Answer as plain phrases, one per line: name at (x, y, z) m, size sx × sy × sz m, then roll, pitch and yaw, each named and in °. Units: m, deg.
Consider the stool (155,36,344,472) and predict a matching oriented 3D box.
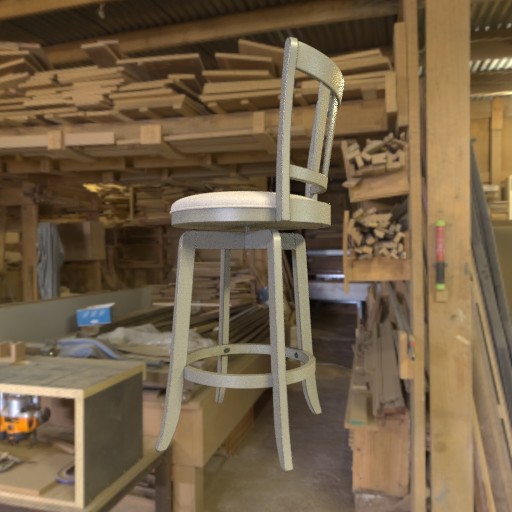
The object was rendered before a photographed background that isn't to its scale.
stool at (0.000, 0.000, 1.256) m, size 0.486 × 0.994 × 0.450 m, roll 0°, pitch 0°, yaw 18°
